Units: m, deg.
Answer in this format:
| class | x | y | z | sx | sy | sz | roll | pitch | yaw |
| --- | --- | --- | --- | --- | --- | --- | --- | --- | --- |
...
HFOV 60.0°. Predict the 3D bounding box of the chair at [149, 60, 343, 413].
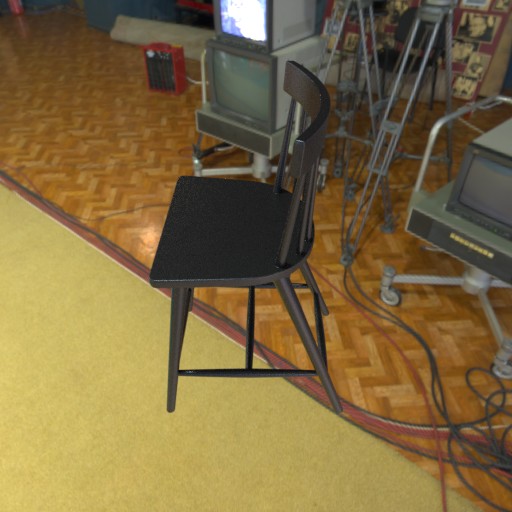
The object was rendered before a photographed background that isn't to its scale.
| class | x | y | z | sx | sy | sz | roll | pitch | yaw |
| --- | --- | --- | --- | --- | --- | --- | --- | --- | --- |
| chair | 0.000 | 0.000 | 1.293 | 0.572 | 0.952 | 0.483 | 1 | 41 | 1 |
